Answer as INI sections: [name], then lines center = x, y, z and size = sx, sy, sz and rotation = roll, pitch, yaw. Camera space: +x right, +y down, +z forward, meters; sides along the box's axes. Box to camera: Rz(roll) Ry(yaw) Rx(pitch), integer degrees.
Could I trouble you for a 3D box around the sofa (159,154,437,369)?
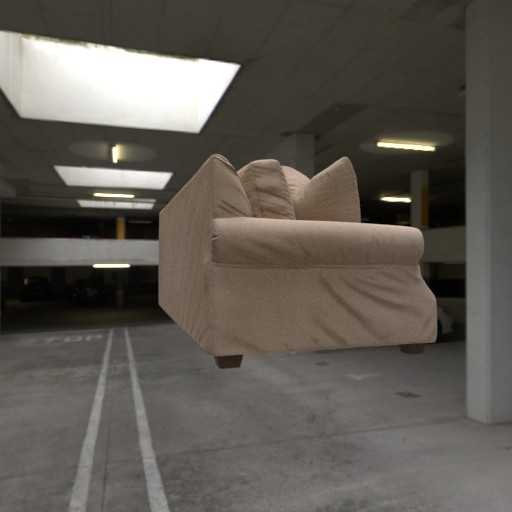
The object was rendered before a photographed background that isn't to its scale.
[sofa]
center = 0.000, 0.000, 2.857
size = 1.067, 0.904, 2.285
rotation = 0, -1, -17
